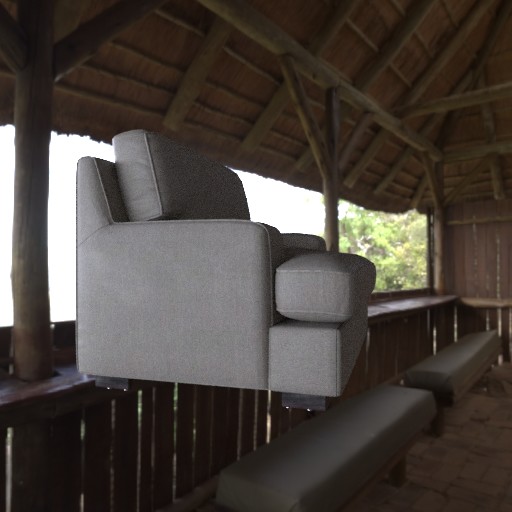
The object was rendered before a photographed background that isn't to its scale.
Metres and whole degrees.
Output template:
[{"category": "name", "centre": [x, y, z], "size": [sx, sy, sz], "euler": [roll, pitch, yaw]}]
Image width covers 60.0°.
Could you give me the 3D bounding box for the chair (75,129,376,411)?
[{"category": "chair", "centre": [0.000, 0.000, 2.038], "size": [1.043, 0.974, 1.270], "euler": [0, 0, 18]}]
